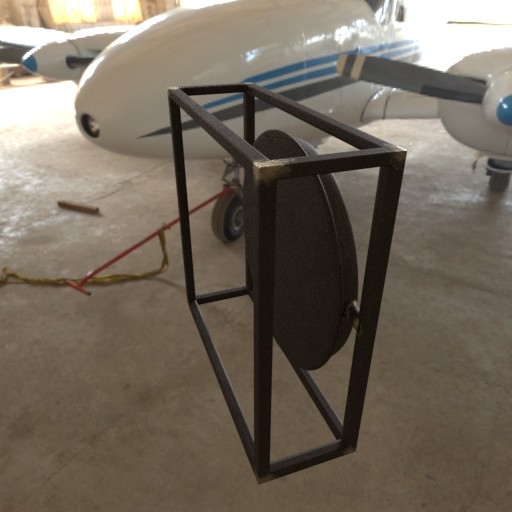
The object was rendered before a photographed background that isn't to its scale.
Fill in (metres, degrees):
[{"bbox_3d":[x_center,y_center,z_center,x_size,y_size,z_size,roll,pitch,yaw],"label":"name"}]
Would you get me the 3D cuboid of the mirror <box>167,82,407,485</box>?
[{"bbox_3d":[0.000,0.000,0.475,0.107,0.303,0.306,-10,31,-17],"label":"mirror"}]
